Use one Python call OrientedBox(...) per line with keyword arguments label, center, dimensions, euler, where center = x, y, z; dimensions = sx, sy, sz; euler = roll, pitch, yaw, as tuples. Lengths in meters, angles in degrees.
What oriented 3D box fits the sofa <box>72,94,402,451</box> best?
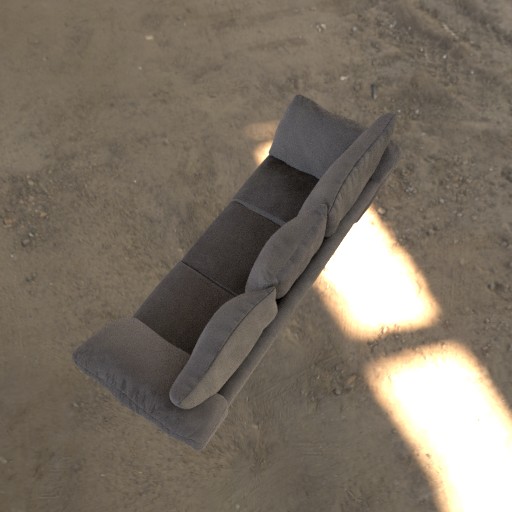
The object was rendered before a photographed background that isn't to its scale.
OrientedBox(label="sofa", center=(0.000, 0.000, 2.873), dimensions=(0.878, 1.073, 2.336), euler=(32, 68, 14))
